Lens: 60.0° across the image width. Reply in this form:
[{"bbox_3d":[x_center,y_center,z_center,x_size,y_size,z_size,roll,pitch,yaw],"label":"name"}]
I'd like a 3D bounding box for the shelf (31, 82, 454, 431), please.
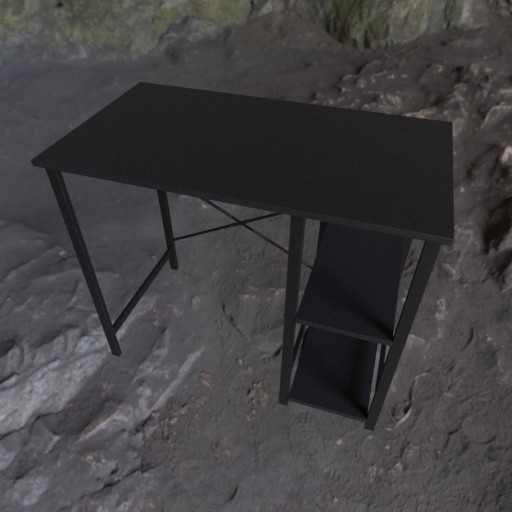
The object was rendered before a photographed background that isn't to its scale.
[{"bbox_3d":[0.000,0.000,1.315,0.902,0.749,0.498,12,43,13],"label":"shelf"}]
